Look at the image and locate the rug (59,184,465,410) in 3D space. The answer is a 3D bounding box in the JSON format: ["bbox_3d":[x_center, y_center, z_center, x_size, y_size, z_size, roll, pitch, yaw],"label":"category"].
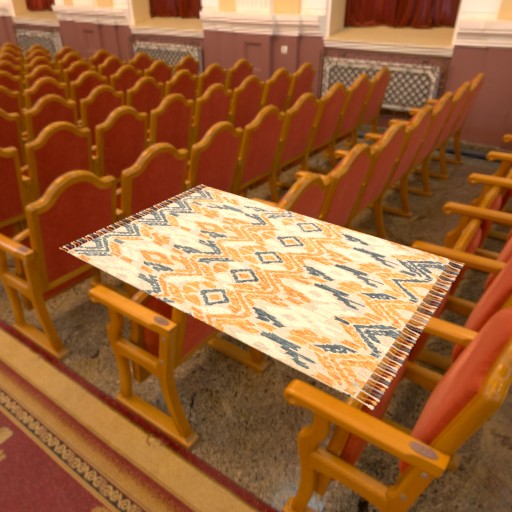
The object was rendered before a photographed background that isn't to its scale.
[{"bbox_3d":[0.000,0.000,3.114,2.428,0.010,1.533,21,37,31],"label":"rug"}]
